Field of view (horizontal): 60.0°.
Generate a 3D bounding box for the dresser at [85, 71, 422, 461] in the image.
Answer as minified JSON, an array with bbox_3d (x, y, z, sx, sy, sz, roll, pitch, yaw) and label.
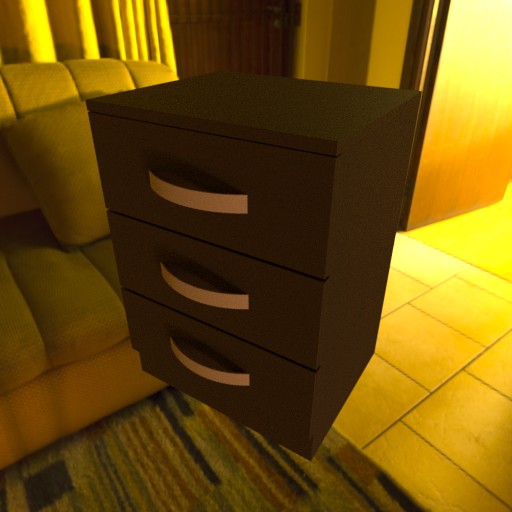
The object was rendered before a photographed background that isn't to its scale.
[{"bbox_3d":[0.000,0.000,0.813,0.400,0.560,0.360,18,35,28],"label":"dresser"}]
